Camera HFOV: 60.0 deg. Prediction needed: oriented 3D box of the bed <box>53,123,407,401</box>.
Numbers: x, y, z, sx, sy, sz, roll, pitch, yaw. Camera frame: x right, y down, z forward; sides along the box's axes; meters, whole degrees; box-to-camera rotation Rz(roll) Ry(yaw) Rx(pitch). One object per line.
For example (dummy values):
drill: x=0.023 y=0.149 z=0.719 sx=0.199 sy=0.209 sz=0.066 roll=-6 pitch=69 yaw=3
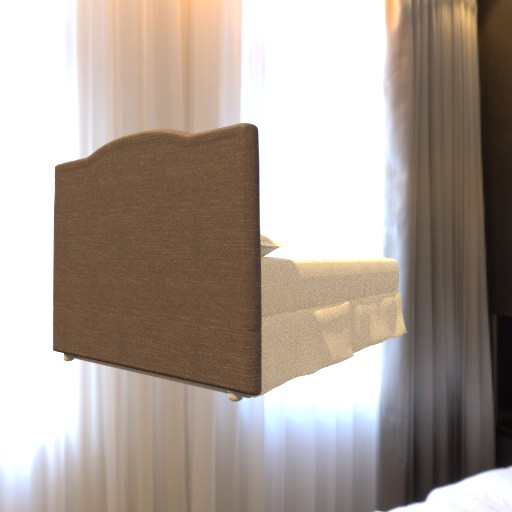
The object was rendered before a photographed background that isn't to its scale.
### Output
bed: x=0.000 y=0.000 z=3.598 sx=1.741 sy=1.441 sz=2.507 roll=0 pitch=0 yaw=36
